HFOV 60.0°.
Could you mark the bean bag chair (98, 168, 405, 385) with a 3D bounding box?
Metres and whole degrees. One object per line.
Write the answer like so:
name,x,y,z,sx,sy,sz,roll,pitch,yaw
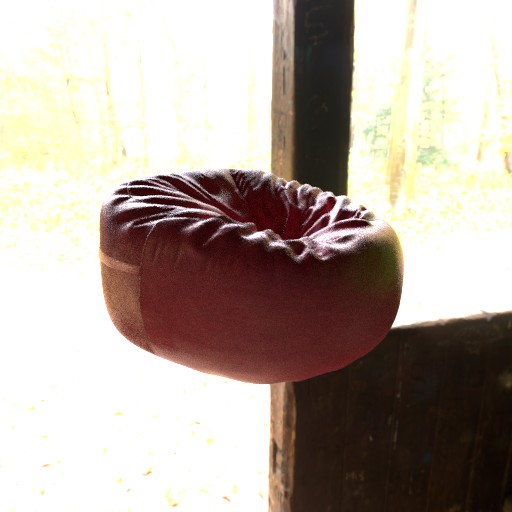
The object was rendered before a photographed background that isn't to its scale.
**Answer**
bean bag chair,0.000,0.000,2.400,1.524,0.878,1.524,14,20,43
